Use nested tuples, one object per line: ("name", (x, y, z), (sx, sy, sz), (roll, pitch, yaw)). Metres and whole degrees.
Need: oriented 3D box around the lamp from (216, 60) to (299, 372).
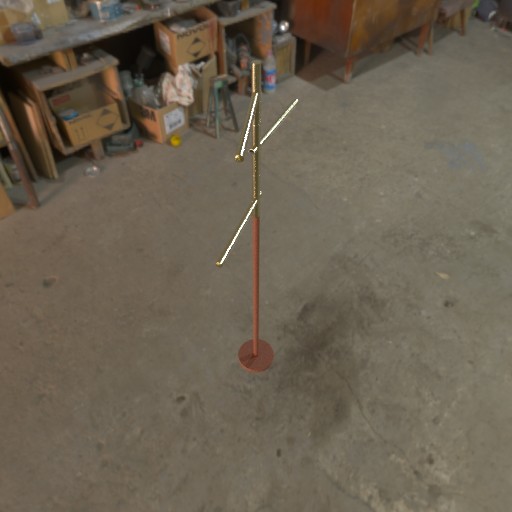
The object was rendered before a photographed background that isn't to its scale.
("lamp", (0.000, 0.000, 1.966), (0.209, 1.704, 0.737), (9, 47, 8))
